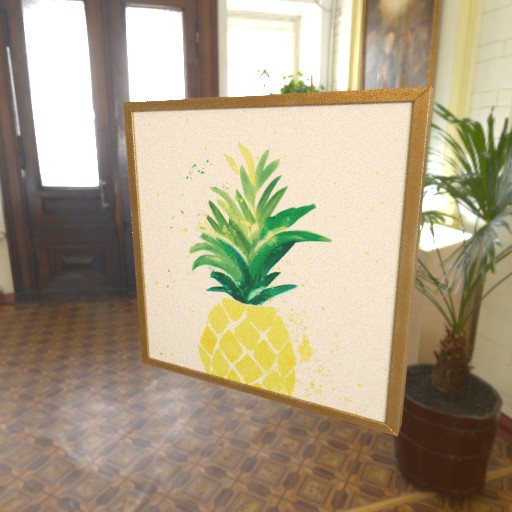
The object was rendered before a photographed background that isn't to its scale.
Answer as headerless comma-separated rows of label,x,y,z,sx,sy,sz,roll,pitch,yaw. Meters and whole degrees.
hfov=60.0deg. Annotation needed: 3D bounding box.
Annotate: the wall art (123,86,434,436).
wall art,0.000,0.000,0.748,0.510,0.509,0.033,7,17,26
